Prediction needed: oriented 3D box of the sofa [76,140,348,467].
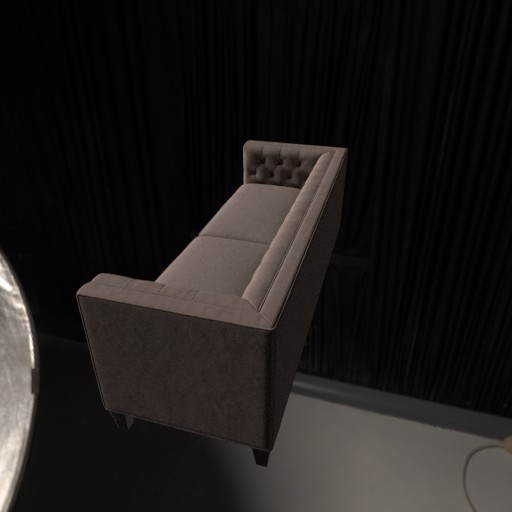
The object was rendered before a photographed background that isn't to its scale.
[{"bbox_3d":[0.000,0.000,2.631,0.775,0.762,2.159,8,31,14],"label":"sofa"}]
